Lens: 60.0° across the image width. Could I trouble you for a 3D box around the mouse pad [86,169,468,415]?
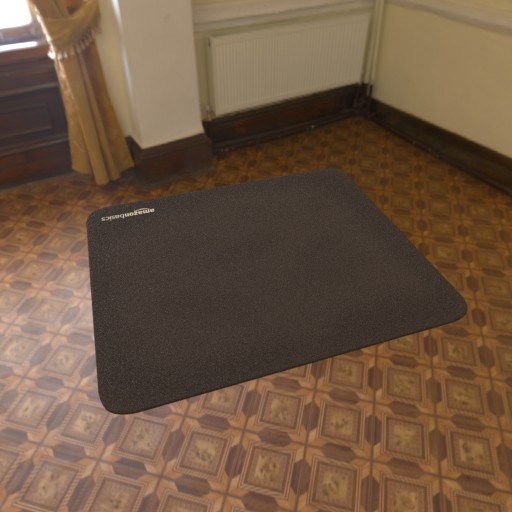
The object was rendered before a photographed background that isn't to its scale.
[{"bbox_3d":[0.000,0.000,0.347,0.249,0.002,0.211,-12,42,-14],"label":"mouse pad"}]
